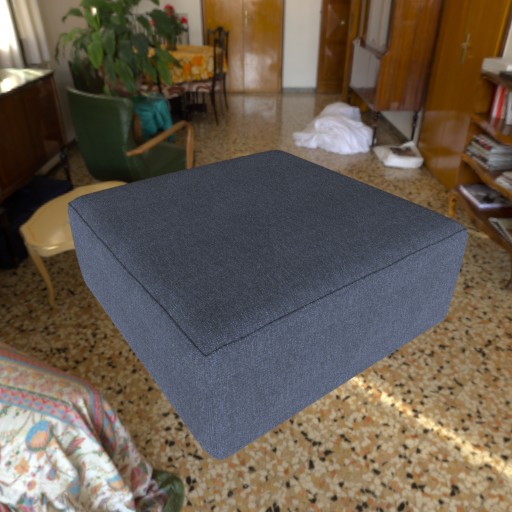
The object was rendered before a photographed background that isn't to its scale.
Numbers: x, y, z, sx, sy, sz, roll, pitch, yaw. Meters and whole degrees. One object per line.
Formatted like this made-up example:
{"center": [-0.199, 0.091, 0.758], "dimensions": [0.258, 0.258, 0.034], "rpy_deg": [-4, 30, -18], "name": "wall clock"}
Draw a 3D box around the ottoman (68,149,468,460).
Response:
{"center": [0.000, 0.000, 1.574], "dimensions": [1.000, 0.439, 1.000], "rpy_deg": [-21, 37, -30], "name": "ottoman"}
